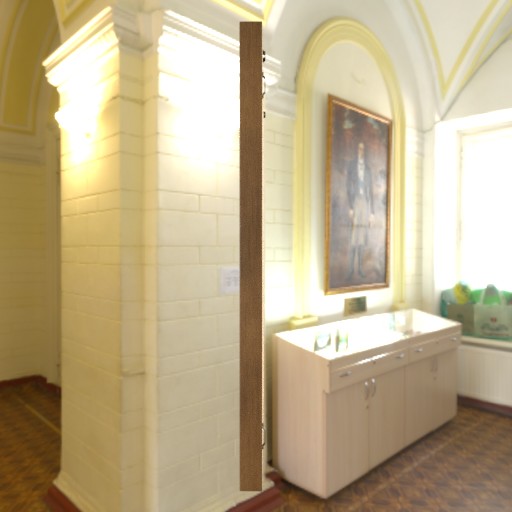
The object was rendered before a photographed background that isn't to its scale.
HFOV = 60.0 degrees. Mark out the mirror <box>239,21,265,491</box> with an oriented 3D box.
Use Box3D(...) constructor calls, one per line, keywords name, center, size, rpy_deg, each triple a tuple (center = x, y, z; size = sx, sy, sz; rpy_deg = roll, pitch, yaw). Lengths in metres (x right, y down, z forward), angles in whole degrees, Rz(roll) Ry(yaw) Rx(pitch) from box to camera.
Box3D(name="mirror", center=(0.000, 0.000, 0.923), size=(0.039, 0.711, 0.508), rpy_deg=(0, 0, 1))
